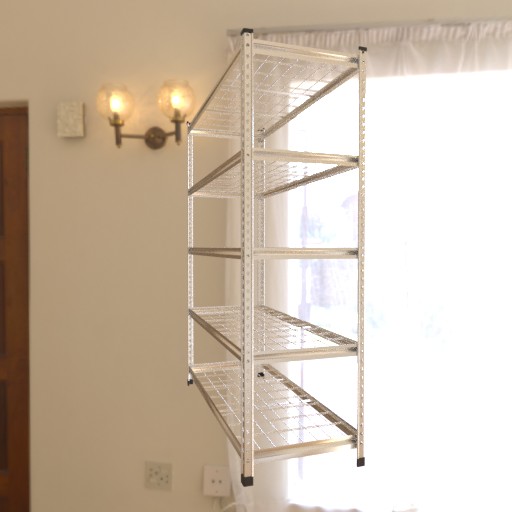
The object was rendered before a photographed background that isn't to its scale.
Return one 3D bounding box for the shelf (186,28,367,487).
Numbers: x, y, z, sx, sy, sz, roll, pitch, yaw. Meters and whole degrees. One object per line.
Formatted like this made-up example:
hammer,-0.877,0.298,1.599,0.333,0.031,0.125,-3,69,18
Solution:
shelf,0.000,0.000,2.728,0.610,1.981,1.524,0,1,-18
